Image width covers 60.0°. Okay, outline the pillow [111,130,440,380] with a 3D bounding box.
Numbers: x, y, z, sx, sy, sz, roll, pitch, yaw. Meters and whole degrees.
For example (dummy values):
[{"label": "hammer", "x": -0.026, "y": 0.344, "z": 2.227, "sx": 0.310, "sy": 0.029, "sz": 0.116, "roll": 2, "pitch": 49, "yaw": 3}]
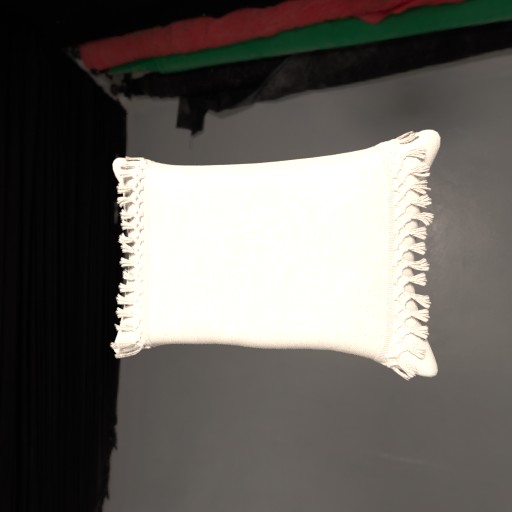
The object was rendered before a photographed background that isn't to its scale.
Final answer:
[{"label": "pillow", "x": 0.000, "y": 0.000, "z": 0.605, "sx": 0.466, "sy": 0.305, "sz": 0.084, "roll": 0, "pitch": 0, "yaw": 19}]
